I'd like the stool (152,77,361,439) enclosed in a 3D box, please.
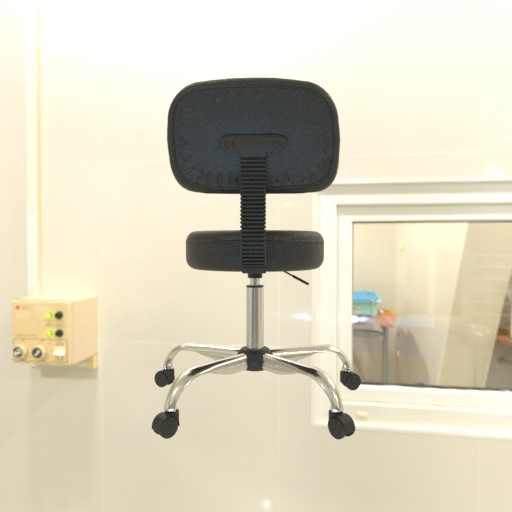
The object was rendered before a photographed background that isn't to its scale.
[{"bbox_3d":[0.000,0.000,1.346,0.673,0.862,0.648,0,2,1],"label":"stool"}]
